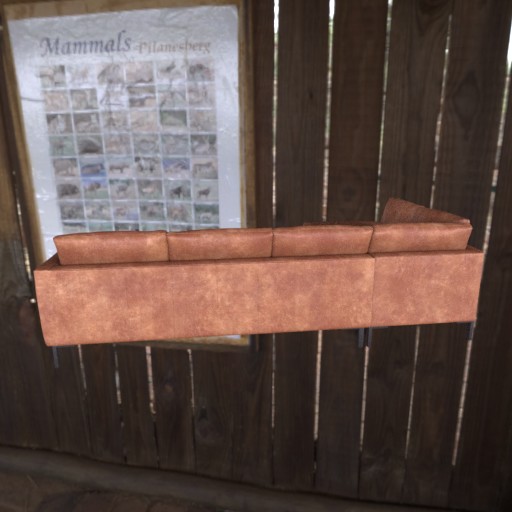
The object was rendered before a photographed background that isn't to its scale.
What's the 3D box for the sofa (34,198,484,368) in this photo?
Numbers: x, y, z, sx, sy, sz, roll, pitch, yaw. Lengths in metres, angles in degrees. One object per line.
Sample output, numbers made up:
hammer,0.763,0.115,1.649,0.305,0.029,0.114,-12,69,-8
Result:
sofa,0.000,0.000,3.813,2.984,0.877,1.938,-2,15,-8
